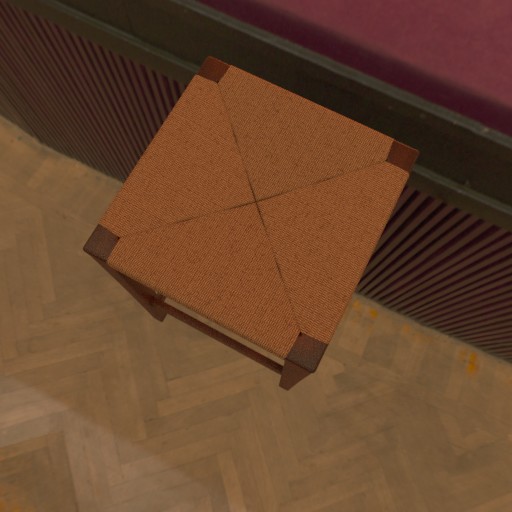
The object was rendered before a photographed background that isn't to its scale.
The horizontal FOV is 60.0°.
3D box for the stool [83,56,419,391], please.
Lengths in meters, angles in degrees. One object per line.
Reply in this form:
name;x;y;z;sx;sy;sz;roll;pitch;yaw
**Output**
stool;0.000;0.000;1.118;0.497;0.762;0.507;27;77;7
